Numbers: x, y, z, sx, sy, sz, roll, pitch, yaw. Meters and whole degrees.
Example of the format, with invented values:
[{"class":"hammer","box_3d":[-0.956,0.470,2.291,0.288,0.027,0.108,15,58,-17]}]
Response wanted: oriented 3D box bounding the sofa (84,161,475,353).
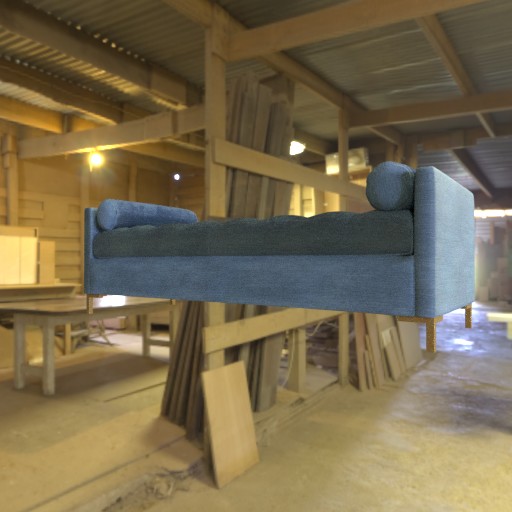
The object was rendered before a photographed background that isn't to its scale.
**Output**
[{"class":"sofa","box_3d":[0.000,0.000,2.450,2.102,0.705,0.796,-1,-1,36]}]
